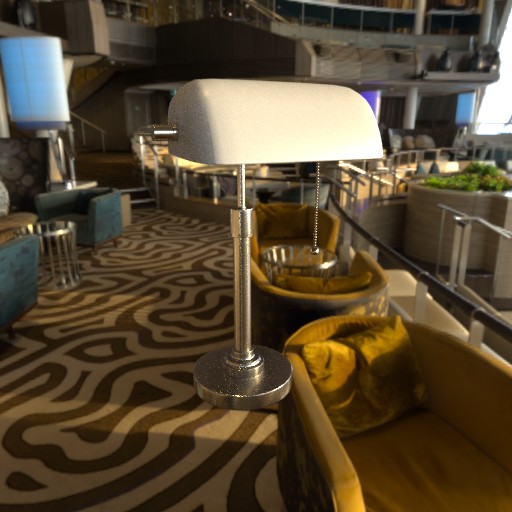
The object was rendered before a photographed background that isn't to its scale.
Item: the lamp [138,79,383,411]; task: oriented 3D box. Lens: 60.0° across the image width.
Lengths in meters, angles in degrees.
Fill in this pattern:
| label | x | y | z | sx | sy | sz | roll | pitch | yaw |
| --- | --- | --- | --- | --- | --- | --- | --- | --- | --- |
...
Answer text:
| label | x | y | z | sx | sy | sz | roll | pitch | yaw |
| --- | --- | --- | --- | --- | --- | --- | --- | --- | --- |
| lamp | 0.000 | 0.000 | 0.559 | 0.269 | 0.404 | 0.227 | -8 | 18 | -26 |
